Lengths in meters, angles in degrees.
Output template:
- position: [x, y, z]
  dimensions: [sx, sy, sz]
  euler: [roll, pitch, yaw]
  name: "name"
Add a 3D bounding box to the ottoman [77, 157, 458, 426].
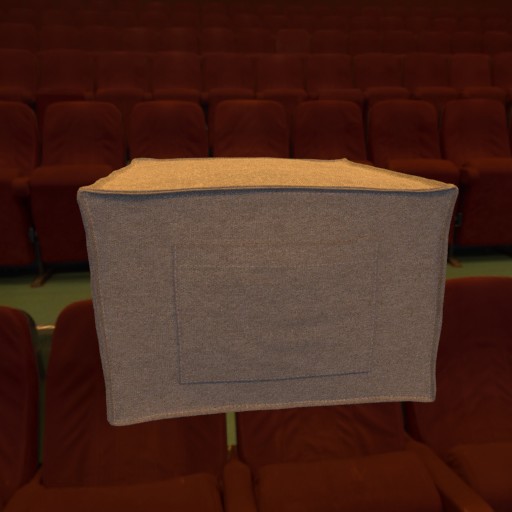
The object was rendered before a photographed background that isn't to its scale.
- position: [0.000, 0.000, 1.132]
  dimensions: [0.707, 0.470, 0.696]
  euler: [-2, 16, -7]
  name: "ottoman"
